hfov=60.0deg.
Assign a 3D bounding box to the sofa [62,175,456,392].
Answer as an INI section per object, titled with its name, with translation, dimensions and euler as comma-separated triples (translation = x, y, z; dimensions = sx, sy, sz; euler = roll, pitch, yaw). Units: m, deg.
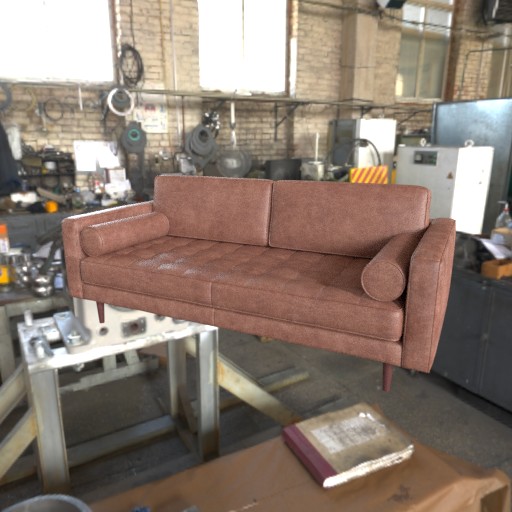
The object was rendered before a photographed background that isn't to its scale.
[sofa]
translation = 0.000, 0.000, 2.322
dimensions = 1.870, 0.760, 0.910
euler = 7, 16, 26
